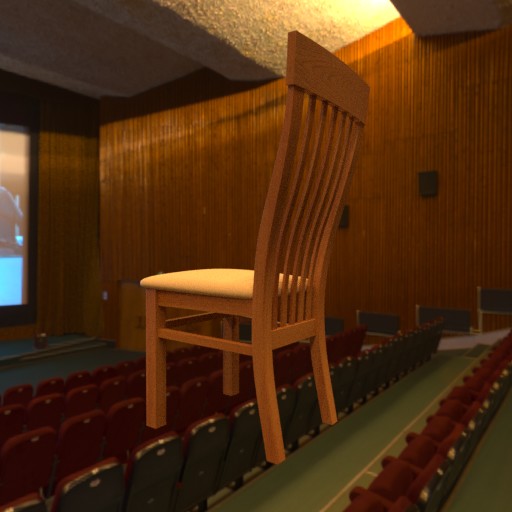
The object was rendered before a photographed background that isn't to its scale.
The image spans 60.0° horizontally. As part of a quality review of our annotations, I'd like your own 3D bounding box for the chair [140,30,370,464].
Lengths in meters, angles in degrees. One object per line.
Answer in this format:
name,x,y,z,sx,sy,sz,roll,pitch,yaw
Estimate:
chair,0.000,0.000,1.368,0.580,1.050,0.450,1,1,36
